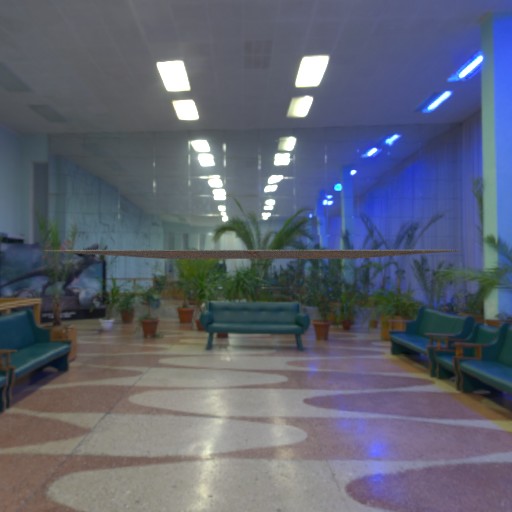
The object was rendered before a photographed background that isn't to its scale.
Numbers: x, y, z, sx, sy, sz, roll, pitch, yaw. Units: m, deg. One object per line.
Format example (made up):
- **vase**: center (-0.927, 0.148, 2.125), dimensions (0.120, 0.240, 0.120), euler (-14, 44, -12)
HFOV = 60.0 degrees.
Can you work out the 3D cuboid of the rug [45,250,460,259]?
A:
- **rug**: center (0.000, 0.000, 4.099), dimensions (2.425, 0.008, 3.035), euler (0, -1, 1)
